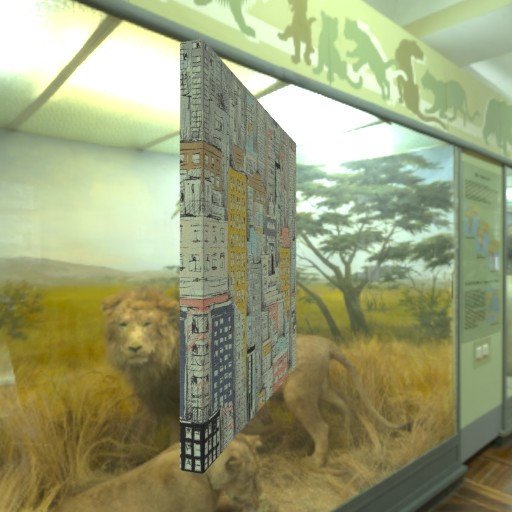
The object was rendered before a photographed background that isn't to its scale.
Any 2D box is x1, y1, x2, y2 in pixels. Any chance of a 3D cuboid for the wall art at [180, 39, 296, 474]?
[{"bbox_3d":[0.000,0.000,1.141,0.048,0.762,0.761,0,0,17],"label":"wall art"}]
